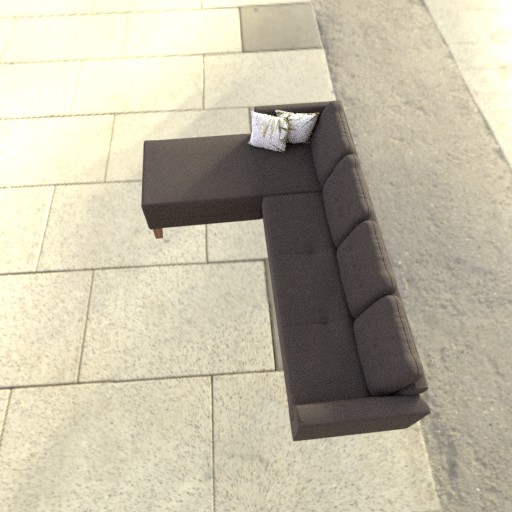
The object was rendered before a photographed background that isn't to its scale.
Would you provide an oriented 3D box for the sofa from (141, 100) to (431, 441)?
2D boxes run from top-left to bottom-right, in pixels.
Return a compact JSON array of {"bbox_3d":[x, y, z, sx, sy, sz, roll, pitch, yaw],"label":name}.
[{"bbox_3d":[0.000,0.000,3.472,1.829,0.932,2.679,-5,59,-3],"label":"sofa"}]
